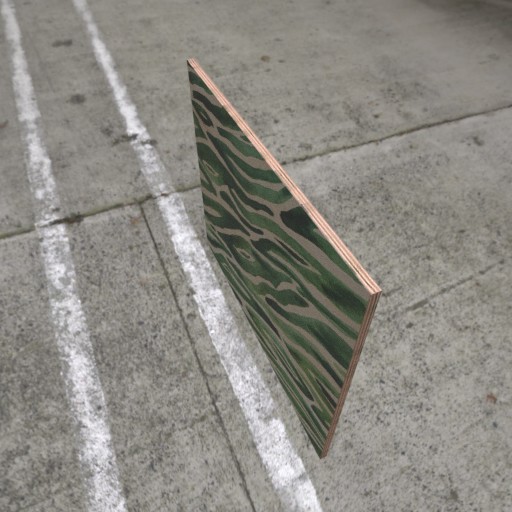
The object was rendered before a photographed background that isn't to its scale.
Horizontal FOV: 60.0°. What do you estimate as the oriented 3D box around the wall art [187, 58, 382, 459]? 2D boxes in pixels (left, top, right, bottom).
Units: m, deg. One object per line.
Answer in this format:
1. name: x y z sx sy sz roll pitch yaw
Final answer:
1. wall art: 0.000 0.000 0.686 0.012 0.408 0.508 -18 50 -16
